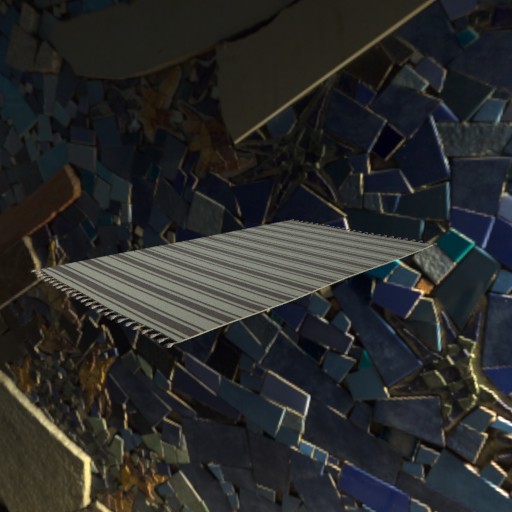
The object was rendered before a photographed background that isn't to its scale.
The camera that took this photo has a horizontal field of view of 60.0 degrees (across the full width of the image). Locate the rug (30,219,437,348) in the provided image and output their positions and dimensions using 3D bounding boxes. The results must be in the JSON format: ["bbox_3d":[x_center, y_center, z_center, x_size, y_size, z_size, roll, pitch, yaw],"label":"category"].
[{"bbox_3d":[0.000,0.000,2.565,1.229,0.011,2.096,14,21,43],"label":"rug"}]
